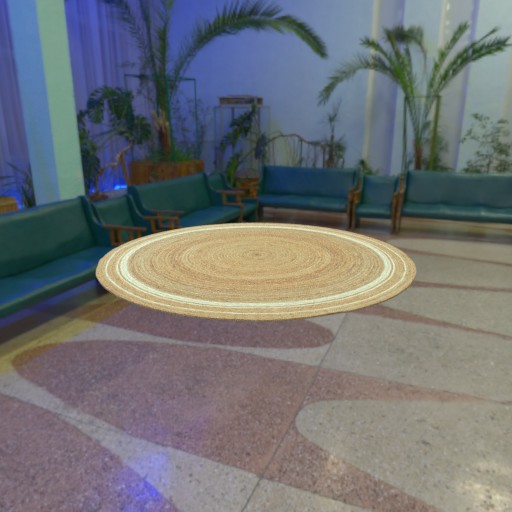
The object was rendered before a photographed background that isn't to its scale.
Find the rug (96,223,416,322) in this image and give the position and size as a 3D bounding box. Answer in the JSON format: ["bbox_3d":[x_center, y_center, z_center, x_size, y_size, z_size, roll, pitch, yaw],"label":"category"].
[{"bbox_3d":[0.000,0.000,3.581,2.444,0.015,2.444,0,17,0],"label":"rug"}]
